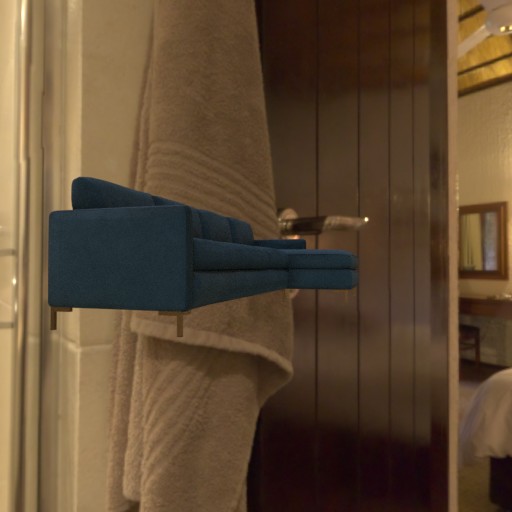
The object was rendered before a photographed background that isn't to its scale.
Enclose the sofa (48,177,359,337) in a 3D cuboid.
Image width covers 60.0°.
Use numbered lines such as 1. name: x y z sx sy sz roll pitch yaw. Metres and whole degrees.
1. sofa: 0.000 0.000 3.443 1.350 0.810 2.932 0 -1 18
